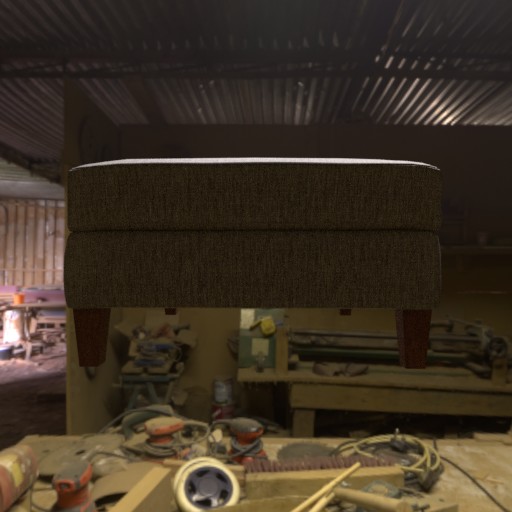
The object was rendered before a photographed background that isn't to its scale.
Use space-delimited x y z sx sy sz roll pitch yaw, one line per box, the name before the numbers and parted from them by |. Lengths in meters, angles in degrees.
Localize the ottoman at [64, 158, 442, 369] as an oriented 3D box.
ottoman | 0.000 0.000 1.432 0.839 0.492 0.994 0 0 1
